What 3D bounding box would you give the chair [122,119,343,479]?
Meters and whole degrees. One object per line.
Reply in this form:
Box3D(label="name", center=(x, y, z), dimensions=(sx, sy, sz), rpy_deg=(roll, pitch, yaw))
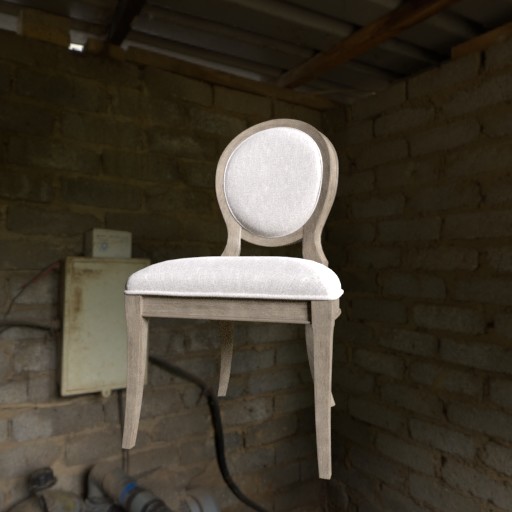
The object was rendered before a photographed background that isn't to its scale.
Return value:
Box3D(label="chair", center=(0.000, 0.000, 1.347), dimensions=(0.558, 0.990, 0.602), rpy_deg=(0, 0, 18))
